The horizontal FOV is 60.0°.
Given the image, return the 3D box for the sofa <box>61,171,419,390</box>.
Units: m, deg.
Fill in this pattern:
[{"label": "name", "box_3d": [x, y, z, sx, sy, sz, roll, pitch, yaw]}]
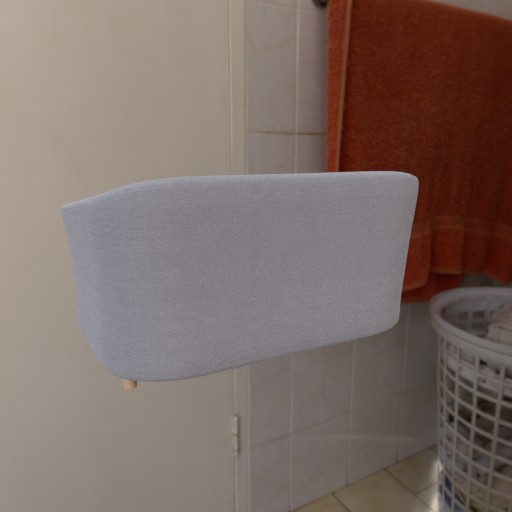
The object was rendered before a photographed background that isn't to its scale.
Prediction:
[{"label": "sofa", "box_3d": [0.000, 0.000, 1.889, 1.452, 0.721, 0.705, -7, 15, -26]}]
